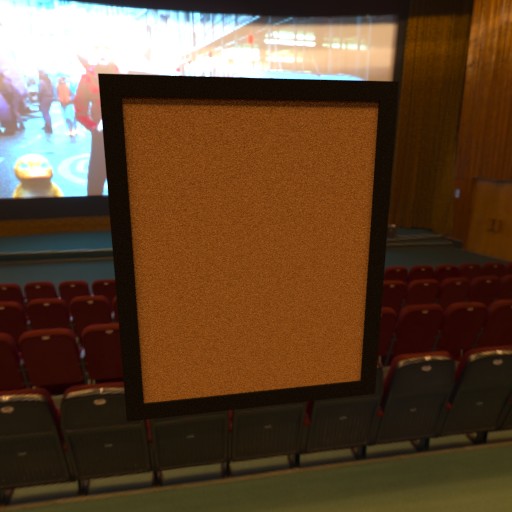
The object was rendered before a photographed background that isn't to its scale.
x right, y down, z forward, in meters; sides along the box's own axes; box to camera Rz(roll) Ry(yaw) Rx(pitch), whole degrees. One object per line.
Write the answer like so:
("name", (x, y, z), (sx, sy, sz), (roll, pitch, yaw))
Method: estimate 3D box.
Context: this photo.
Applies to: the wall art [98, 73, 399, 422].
("wall art", (0.000, 0.000, 0.747), (0.457, 0.559, 0.029), (-3, 15, -11))
